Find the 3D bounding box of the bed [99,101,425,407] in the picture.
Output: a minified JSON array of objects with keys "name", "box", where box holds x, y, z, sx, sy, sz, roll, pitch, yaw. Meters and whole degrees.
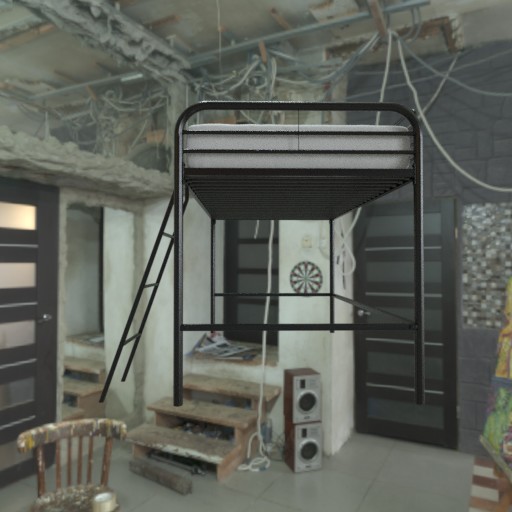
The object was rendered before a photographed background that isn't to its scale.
[{"name":"bed","box":[0.000,0.000,2.843,1.393,1.289,1.968,0,-1,-1]}]
